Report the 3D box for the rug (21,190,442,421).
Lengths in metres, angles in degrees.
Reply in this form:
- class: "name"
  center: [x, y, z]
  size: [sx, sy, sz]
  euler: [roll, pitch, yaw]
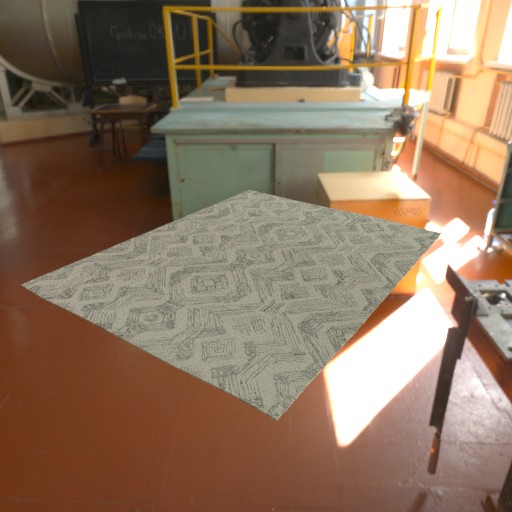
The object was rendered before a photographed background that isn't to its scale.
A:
- class: "rug"
  center: [0.000, 0.000, 3.993]
  size: [2.430, 0.030, 3.054]
  euler: [18, 31, 32]
